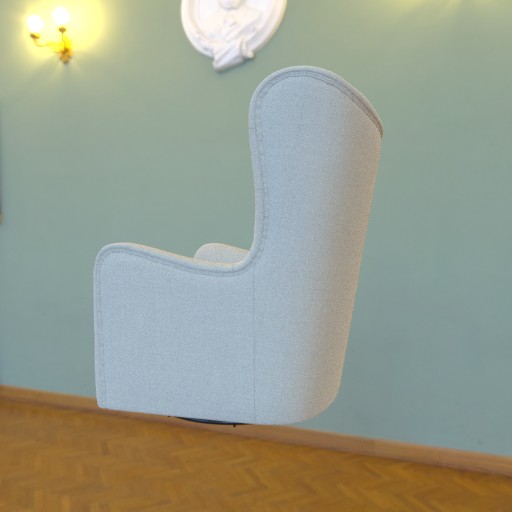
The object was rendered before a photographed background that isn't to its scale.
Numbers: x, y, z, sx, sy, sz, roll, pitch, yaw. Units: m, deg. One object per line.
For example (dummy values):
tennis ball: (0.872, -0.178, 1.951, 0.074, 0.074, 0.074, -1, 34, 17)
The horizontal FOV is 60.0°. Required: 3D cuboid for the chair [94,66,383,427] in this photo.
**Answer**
chair: (0.000, 0.000, 1.694, 0.929, 1.079, 0.831, 0, 1, 18)
